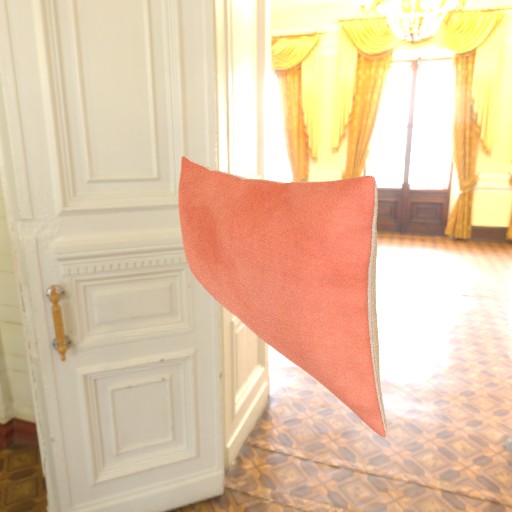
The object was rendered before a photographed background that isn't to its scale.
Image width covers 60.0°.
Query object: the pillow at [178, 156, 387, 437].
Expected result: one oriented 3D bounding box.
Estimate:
[{"bbox_3d":[0.000,0.000,0.736,0.155,0.307,0.608,-7,16,-26],"label":"pillow"}]
